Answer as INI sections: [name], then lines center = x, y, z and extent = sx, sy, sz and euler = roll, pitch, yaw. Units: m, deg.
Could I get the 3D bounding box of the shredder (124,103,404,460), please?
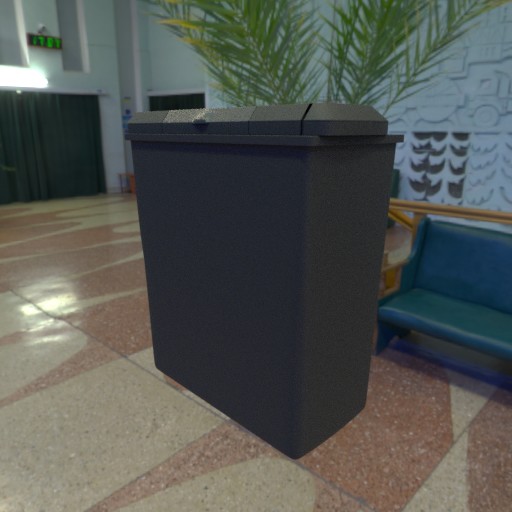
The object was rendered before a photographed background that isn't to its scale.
[shredder]
center = 0.000, 0.000, 0.521
extent = 0.170, 0.335, 0.320
euler = -15, 22, -43
